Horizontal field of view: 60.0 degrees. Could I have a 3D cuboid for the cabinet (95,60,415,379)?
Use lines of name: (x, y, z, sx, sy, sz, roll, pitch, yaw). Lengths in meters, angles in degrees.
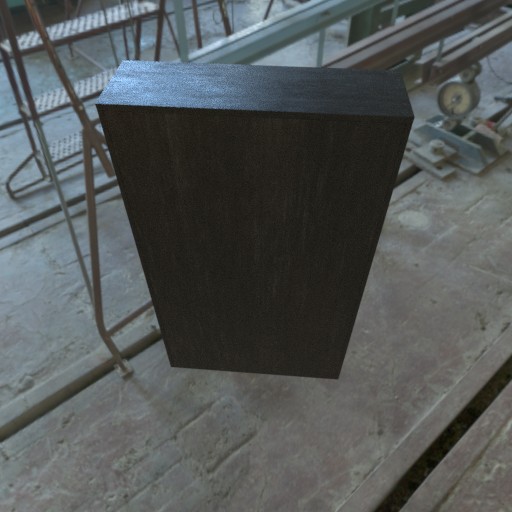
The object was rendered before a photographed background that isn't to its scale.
cabinet: (0.000, 0.000, 1.591, 0.750, 1.280, 0.250, 3, 48, 3)
